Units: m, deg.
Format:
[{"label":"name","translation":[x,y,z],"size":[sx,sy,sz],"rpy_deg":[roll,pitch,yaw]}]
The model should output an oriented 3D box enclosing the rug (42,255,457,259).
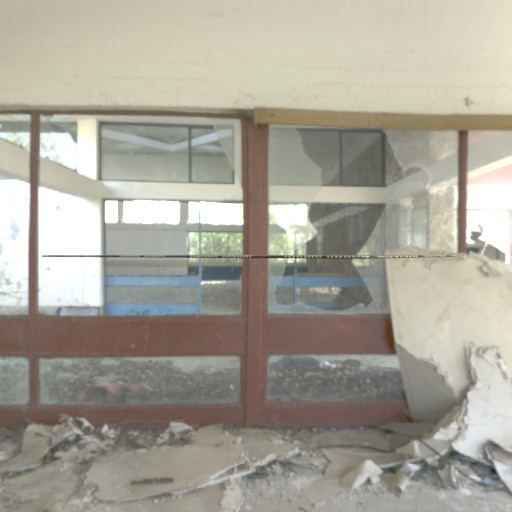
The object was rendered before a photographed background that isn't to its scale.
[{"label":"rug","translation":[0.000,0.000,4.133],"size":[3.048,0.016,2.438],"rpy_deg":[0,0,35]}]
